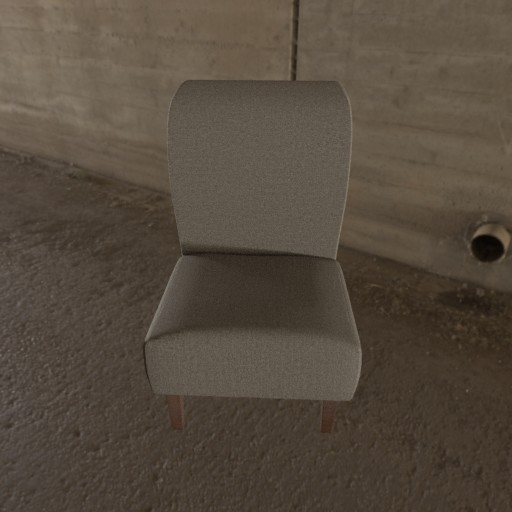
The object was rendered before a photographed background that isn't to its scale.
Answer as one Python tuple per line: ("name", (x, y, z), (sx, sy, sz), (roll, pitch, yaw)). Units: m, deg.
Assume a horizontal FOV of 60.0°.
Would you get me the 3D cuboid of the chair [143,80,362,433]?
("chair", (0.000, 0.000, 1.191), (0.513, 0.804, 0.592), (1, 30, 1))
